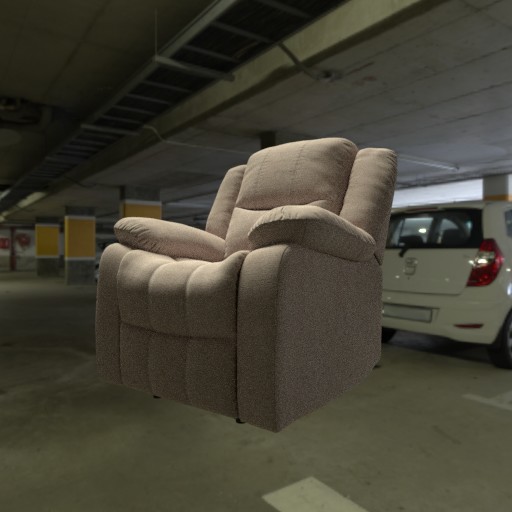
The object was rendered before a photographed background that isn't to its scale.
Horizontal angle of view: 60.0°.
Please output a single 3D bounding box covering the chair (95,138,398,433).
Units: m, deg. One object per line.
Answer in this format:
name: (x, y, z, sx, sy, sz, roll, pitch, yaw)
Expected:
chair: (0.000, 0.000, 1.731, 0.899, 1.008, 0.944, 1, 1, 37)
